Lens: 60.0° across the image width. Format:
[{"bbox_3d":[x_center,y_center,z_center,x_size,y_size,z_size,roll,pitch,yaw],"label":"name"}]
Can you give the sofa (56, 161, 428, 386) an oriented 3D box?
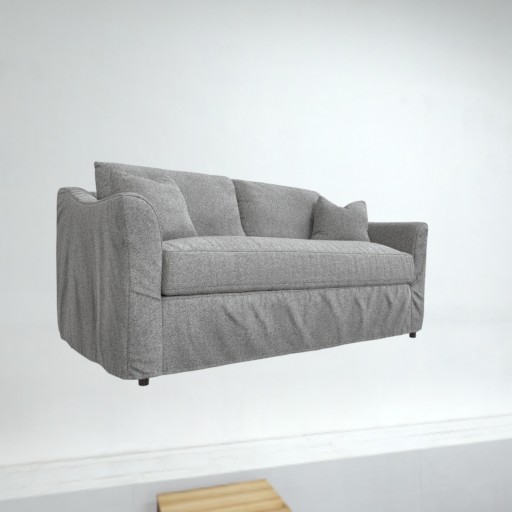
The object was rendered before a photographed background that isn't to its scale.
[{"bbox_3d":[0.000,0.000,2.628,2.010,1.018,1.072,0,-1,-37],"label":"sofa"}]
